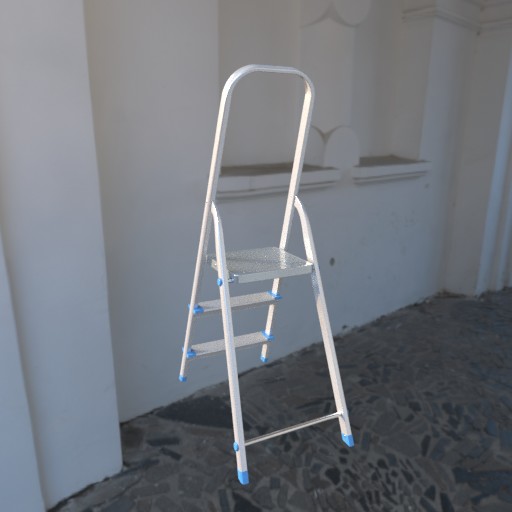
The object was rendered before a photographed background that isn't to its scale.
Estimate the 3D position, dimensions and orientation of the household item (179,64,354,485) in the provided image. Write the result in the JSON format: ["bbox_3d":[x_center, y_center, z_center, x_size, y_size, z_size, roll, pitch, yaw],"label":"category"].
[{"bbox_3d":[0.000,0.000,1.563,0.420,1.215,0.687,-7,16,-25],"label":"household item"}]
